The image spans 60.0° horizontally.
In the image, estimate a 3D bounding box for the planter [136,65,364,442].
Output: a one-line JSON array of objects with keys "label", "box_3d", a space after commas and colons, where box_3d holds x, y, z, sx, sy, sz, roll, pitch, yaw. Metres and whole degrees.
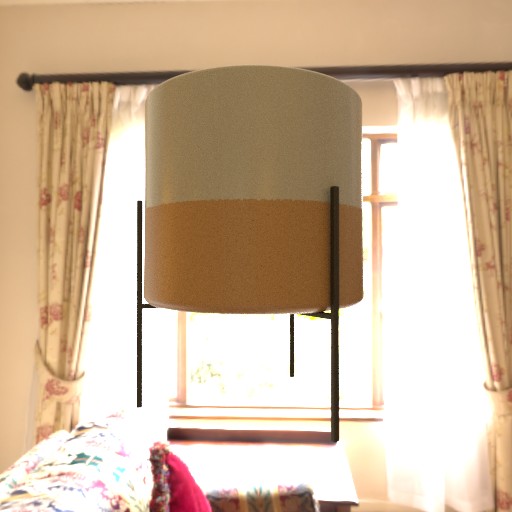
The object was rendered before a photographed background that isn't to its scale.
[{"label": "planter", "box_3d": [0.000, 0.000, 0.716, 0.348, 0.480, 0.360, 0, -1, -36]}]
